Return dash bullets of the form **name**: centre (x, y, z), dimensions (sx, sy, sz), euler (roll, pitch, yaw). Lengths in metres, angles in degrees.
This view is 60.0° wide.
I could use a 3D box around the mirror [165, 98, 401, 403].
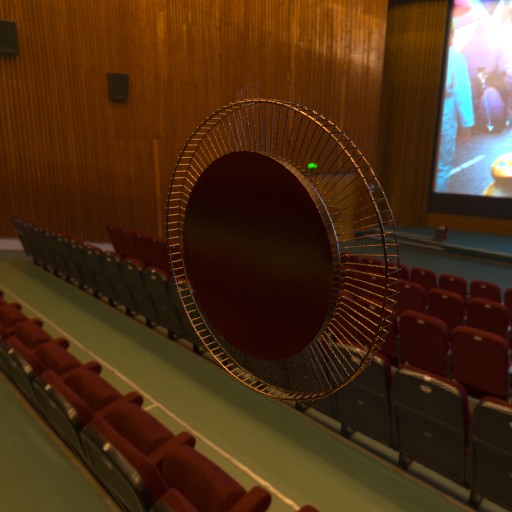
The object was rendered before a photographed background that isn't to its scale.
- **mirror**: centre (0.000, 0.000, 1.049), dimensions (0.703, 0.703, 0.067), euler (14, 20, 43)
